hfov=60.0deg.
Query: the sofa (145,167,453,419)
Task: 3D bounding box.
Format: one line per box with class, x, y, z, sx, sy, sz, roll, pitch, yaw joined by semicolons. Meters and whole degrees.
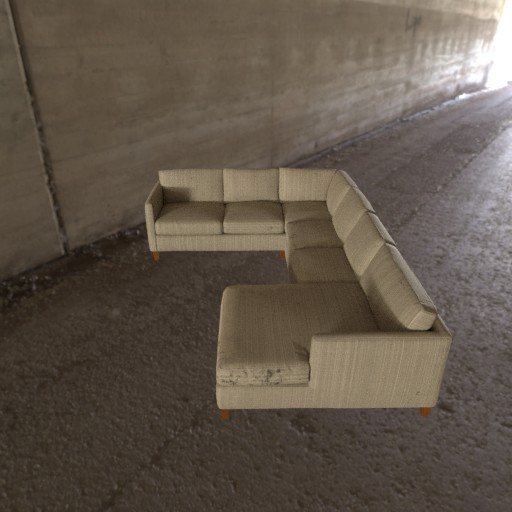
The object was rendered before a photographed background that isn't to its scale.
sofa;0.000;0.000;4.515;2.594;0.961;3.460;0;28;-1
